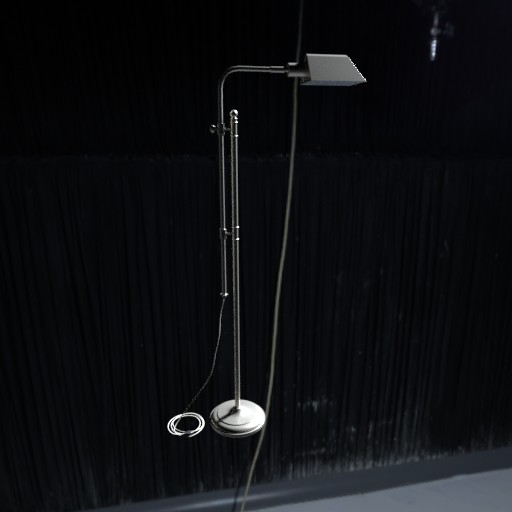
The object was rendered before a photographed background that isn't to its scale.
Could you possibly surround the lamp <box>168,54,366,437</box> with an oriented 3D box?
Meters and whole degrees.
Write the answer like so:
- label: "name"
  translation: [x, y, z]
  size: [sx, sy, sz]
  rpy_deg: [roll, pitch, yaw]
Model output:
- label: "lamp"
  translation: [0.000, 0.000, 1.863]
  size: [0.813, 1.571, 0.256]
  rpy_deg: [-3, 16, -9]
